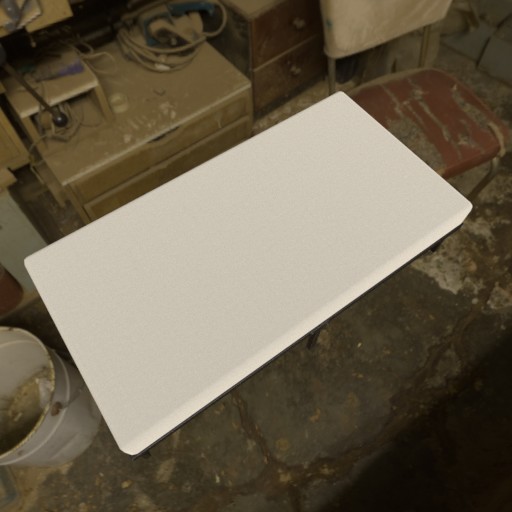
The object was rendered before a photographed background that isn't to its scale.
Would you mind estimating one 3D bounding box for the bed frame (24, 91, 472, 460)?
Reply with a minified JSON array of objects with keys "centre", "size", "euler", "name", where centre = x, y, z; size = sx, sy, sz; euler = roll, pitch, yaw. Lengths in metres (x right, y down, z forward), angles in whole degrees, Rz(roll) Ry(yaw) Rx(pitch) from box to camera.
[{"centre":[0.000,0.000,3.134],"size":[2.635,0.680,1.393],"euler":[-32,66,-16],"name":"bed frame"}]
